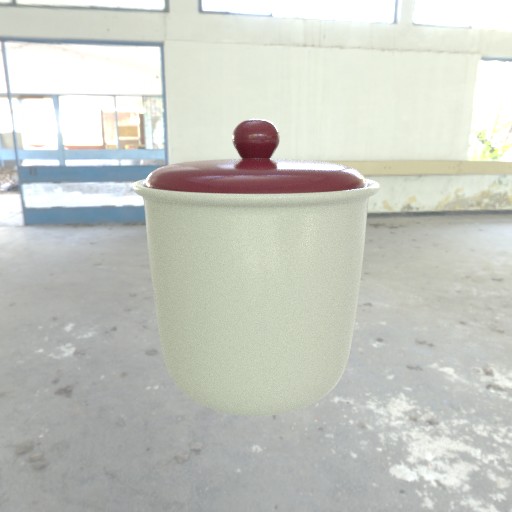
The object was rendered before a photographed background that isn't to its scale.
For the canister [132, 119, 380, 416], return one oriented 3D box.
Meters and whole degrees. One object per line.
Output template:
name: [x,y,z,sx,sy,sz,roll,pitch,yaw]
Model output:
canister: [0.000,0.000,0.352,0.182,0.208,0.182,0,14,0]
